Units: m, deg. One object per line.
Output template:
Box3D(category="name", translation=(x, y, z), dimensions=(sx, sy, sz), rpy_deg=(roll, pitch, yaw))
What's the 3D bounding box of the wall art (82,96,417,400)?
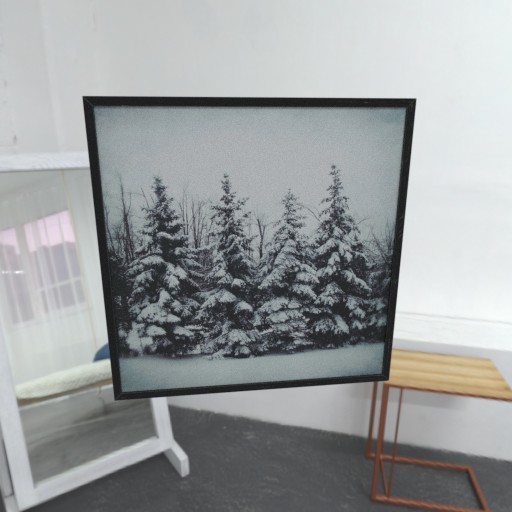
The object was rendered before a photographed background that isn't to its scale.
Box3D(category="wall art", translation=(0.000, 0.000, 1.129), dimensions=(0.761, 0.761, 0.037), rpy_deg=(-2, 17, -7))
